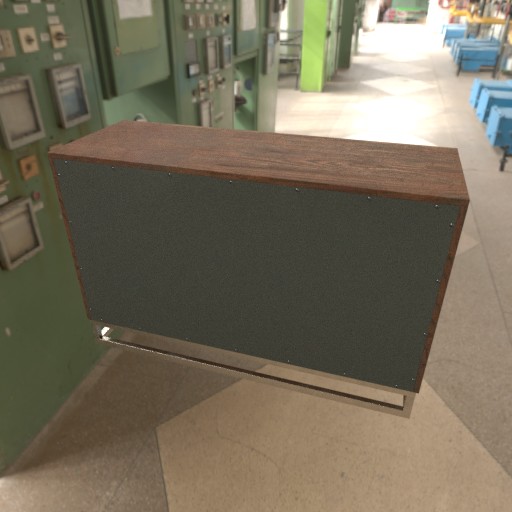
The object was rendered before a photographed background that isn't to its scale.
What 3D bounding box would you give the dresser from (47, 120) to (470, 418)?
[{"bbox_3d":[0.000,0.000,2.167,1.646,1.061,0.623,9,32,15],"label":"dresser"}]
